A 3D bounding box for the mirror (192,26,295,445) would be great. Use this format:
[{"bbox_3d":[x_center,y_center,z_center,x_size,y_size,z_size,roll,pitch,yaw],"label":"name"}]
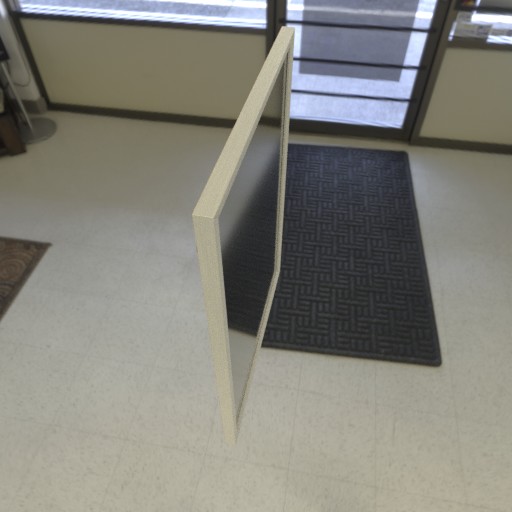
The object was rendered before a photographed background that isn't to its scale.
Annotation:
[{"bbox_3d":[0.000,0.000,1.320,0.040,1.016,0.762,10,49,9],"label":"mirror"}]
